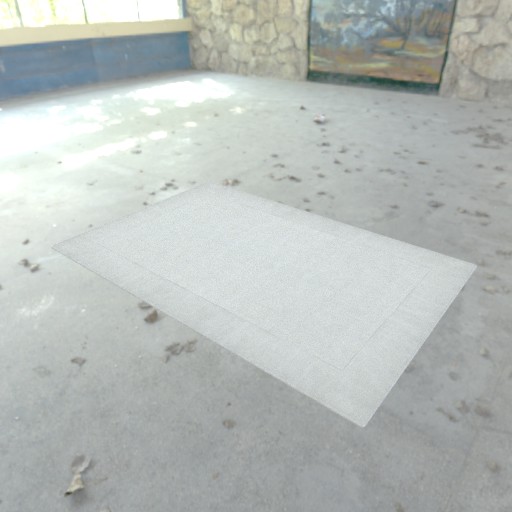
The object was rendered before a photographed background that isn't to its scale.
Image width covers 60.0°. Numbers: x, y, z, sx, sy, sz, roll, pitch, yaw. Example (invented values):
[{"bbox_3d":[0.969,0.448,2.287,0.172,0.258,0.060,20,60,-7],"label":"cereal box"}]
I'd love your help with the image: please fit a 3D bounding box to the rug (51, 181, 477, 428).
[{"bbox_3d":[0.000,0.000,2.273,1.829,0.013,1.219,22,37,33],"label":"rug"}]
